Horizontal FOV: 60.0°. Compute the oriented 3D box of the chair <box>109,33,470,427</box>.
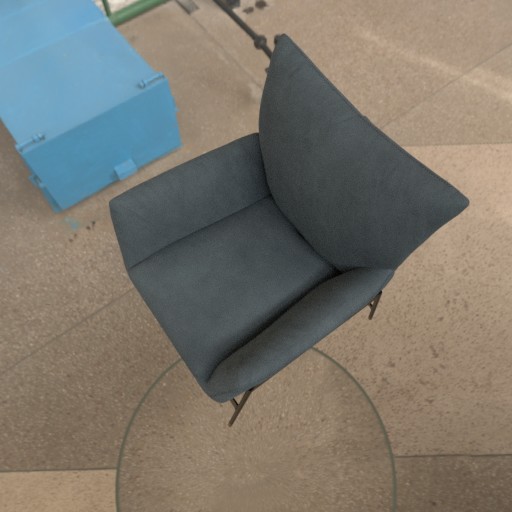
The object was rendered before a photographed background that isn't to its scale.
[{"bbox_3d":[0.000,0.000,1.375,0.709,0.858,0.678,-33,69,-15],"label":"chair"}]
